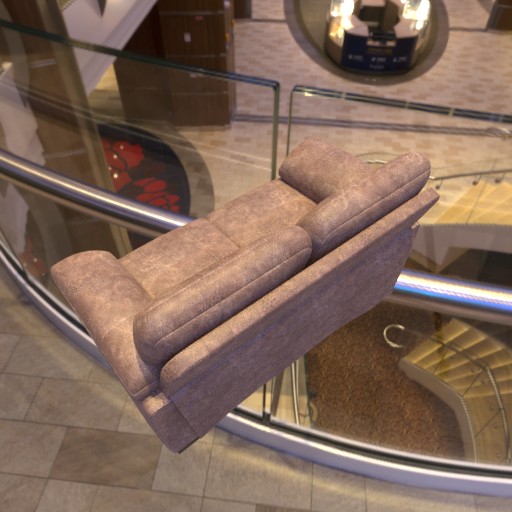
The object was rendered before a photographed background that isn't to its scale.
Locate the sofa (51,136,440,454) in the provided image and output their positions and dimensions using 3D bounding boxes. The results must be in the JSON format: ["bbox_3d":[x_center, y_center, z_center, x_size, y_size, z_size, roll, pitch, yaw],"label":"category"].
[{"bbox_3d":[0.000,0.000,2.287,1.753,0.991,0.991,-31,54,-26],"label":"sofa"}]
